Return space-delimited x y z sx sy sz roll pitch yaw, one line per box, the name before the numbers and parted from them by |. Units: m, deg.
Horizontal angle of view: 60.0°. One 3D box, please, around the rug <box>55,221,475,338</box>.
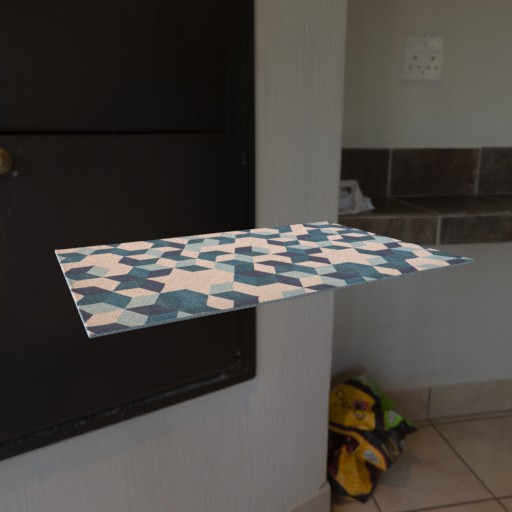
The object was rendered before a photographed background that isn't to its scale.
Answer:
rug | 0.000 0.000 2.310 1.829 0.014 1.235 -8 17 -27
